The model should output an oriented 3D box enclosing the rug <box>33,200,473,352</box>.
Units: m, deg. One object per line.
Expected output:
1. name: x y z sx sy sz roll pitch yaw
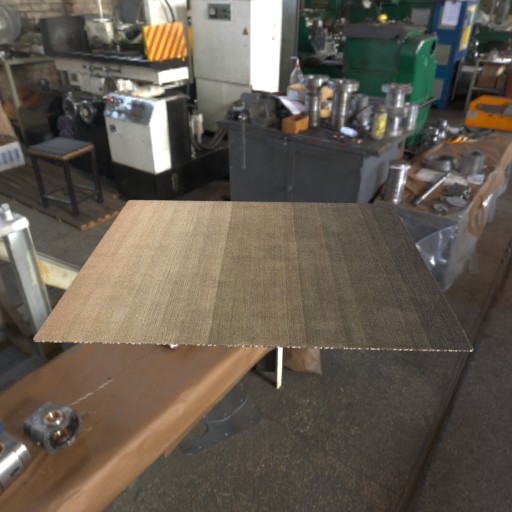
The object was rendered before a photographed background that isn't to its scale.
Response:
1. rug: 0.000 0.000 3.881 2.902 0.017 2.306 1 31 2
